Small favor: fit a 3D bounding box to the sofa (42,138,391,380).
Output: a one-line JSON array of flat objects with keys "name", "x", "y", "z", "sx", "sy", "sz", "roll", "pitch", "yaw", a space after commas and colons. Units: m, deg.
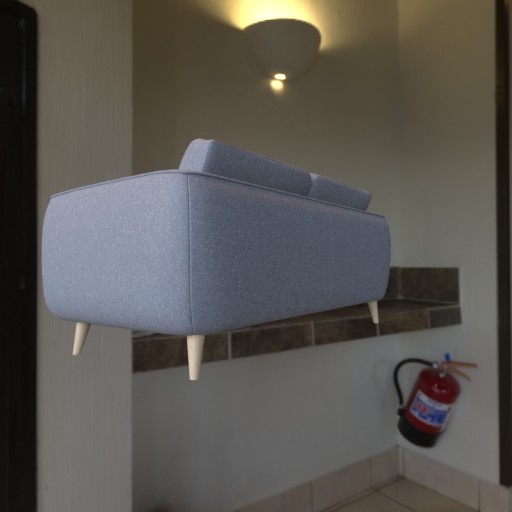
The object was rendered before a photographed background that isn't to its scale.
[{"name": "sofa", "x": 0.000, "y": 0.000, "z": 2.482, "sx": 0.920, "sy": 0.870, "sz": 2.000, "roll": -1, "pitch": -1, "yaw": 36}]
